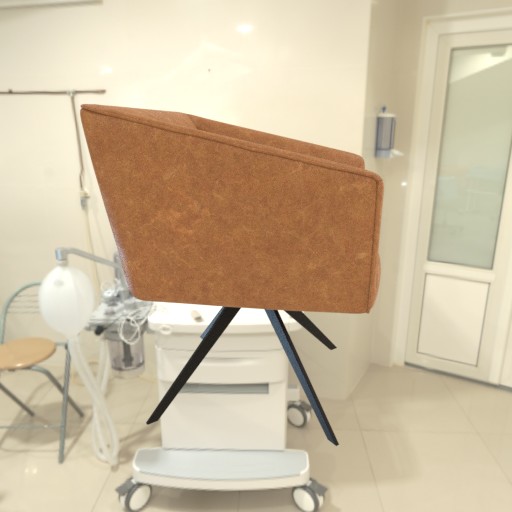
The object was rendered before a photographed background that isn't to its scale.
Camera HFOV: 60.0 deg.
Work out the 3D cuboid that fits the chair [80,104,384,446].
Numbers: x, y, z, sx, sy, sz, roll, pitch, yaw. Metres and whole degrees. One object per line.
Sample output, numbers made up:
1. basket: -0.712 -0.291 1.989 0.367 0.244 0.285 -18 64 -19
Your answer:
1. chair: 0.000 0.000 1.198 0.625 0.760 0.588 3 17 9
